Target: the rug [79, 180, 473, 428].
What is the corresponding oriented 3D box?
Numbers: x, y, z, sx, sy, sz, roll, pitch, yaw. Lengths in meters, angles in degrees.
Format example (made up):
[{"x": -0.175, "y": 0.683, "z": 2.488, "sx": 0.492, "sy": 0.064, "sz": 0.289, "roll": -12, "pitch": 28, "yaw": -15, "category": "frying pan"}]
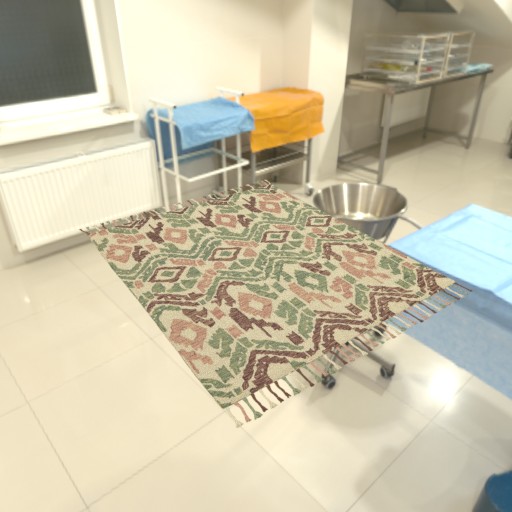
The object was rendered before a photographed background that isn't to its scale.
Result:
[{"x": 0.000, "y": 0.000, "z": 4.207, "sx": 2.438, "sy": 0.010, "sz": 3.048, "roll": -20, "pitch": 37, "yaw": -29, "category": "rug"}]
